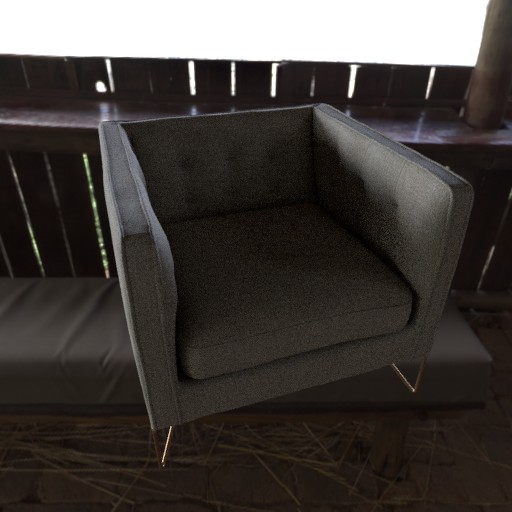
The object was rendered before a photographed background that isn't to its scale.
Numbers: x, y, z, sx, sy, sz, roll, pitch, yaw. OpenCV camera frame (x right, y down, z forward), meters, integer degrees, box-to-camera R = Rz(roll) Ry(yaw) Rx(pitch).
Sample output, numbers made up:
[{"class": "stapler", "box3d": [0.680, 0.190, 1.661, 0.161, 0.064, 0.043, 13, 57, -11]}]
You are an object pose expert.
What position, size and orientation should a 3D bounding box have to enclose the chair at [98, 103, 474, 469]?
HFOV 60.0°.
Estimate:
[{"class": "chair", "box3d": [0.000, 0.000, 1.558, 0.920, 0.799, 0.912, -10, 34, -16]}]
